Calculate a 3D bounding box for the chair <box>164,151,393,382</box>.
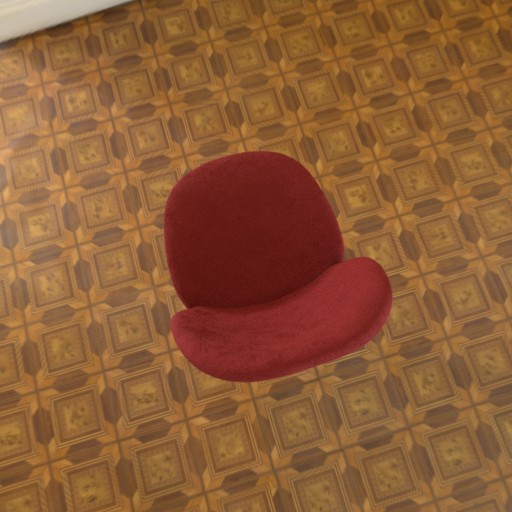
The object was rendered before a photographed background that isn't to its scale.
[{"bbox_3d":[0.000,0.000,1.156,0.458,0.791,0.587,-17,77,-4],"label":"chair"}]
